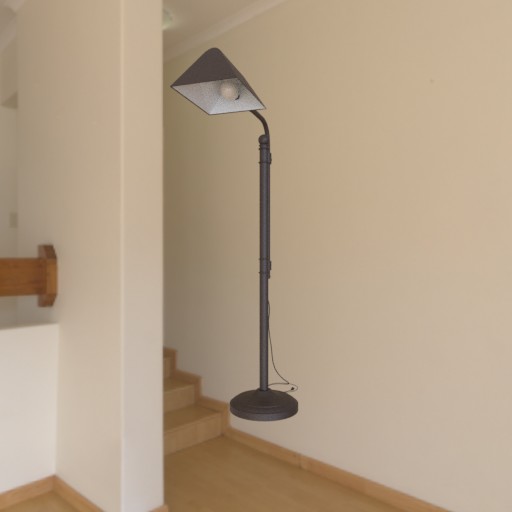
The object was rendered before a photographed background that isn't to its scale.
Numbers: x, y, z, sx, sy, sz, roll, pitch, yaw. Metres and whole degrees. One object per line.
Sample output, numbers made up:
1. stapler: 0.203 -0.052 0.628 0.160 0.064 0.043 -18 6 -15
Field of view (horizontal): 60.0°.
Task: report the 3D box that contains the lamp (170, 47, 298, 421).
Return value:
1. lamp: 0.000 0.000 0.972 0.159 0.708 0.545 0 0 18
